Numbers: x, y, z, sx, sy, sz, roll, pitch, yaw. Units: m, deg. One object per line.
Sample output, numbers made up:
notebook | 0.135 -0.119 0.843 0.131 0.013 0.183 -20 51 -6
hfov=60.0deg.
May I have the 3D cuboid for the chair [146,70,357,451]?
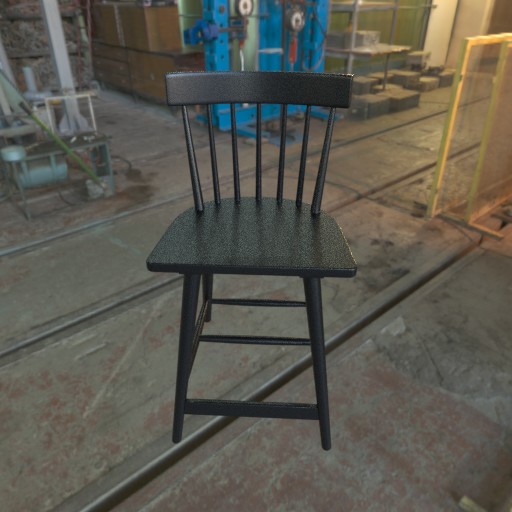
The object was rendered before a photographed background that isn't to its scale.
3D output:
chair | 0.000 0.000 1.273 0.483 0.952 0.572 2 32 3
